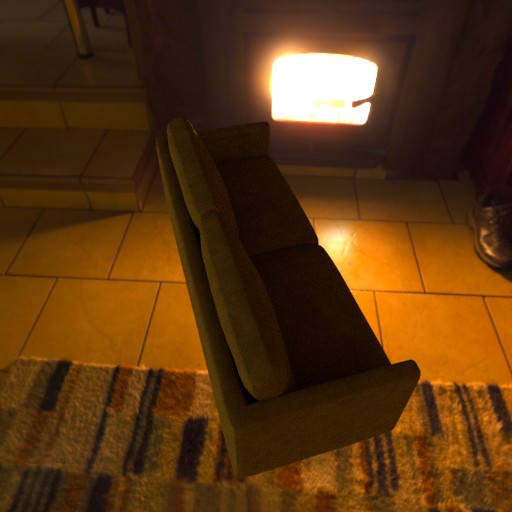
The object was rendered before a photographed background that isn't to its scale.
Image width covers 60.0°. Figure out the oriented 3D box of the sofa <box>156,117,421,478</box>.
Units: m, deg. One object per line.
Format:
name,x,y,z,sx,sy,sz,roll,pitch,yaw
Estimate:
sofa,0.000,0.000,2.943,0.951,0.965,2.434,-12,47,-11
